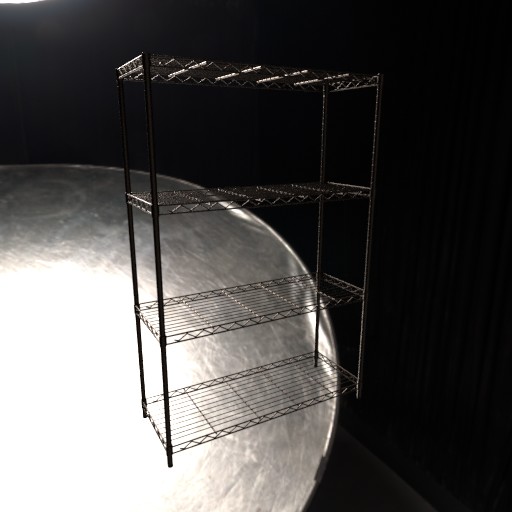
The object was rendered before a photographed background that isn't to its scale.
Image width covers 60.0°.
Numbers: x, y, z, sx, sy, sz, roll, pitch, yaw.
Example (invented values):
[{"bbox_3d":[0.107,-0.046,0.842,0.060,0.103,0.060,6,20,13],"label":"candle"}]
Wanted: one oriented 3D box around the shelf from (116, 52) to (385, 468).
[{"bbox_3d":[0.000,0.000,1.752,0.907,1.361,0.352,-8,17,-28],"label":"shelf"}]
